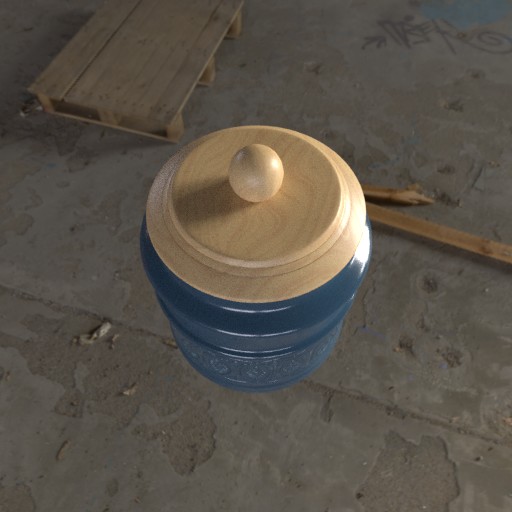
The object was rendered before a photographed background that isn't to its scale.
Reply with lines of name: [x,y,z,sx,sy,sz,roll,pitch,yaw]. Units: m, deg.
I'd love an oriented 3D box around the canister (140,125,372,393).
canister: [0.000,0.000,0.274,0.130,0.176,0.130,0,59,0]
